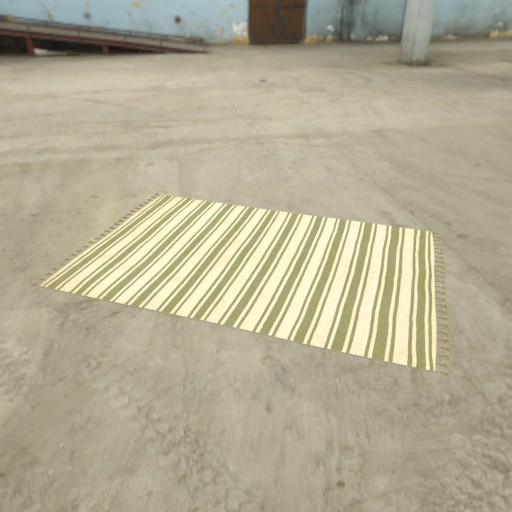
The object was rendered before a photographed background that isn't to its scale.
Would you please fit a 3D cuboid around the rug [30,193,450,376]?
[{"bbox_3d":[0.000,0.000,3.018,2.435,0.018,1.540,10,32,16],"label":"rug"}]
